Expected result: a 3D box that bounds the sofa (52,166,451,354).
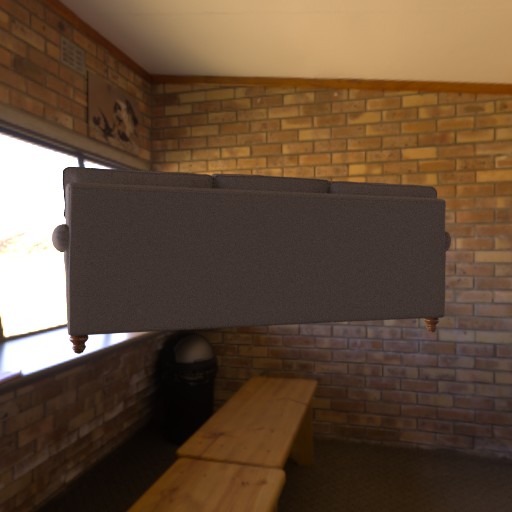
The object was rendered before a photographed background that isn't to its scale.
[{"bbox_3d":[0.000,0.000,2.850,2.353,0.948,0.966,0,0,-17],"label":"sofa"}]
